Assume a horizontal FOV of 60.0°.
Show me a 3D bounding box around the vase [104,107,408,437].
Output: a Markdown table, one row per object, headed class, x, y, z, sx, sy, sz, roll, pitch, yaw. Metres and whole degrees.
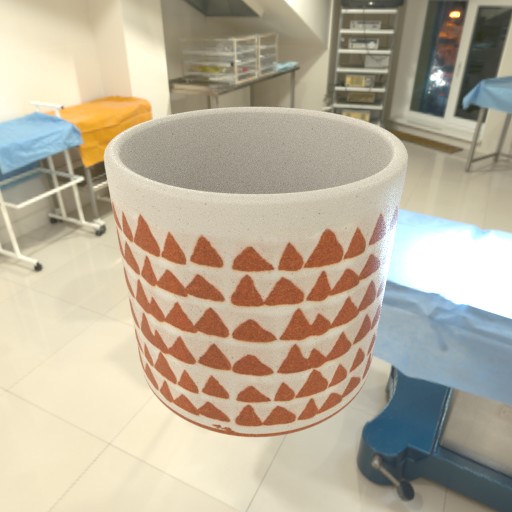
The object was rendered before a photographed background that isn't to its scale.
| class | x | y | z | sx | sy | sz | roll | pitch | yaw |
| --- | --- | --- | --- | --- | --- | --- | --- | --- | --- |
| vase | 0.000 | 0.000 | 0.239 | 0.137 | 0.127 | 0.137 | 0 | 31 | 0 |
